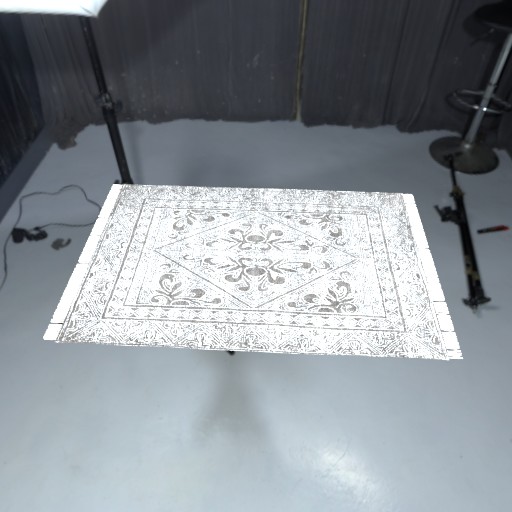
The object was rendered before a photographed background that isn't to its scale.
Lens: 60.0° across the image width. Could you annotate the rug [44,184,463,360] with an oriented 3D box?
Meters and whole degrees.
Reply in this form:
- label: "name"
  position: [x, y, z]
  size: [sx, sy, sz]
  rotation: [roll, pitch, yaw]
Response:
- label: "rug"
  position: [0.000, 0.000, 3.089]
  size: [2.440, 0.010, 1.529]
  rotation: [2, 46, 2]
